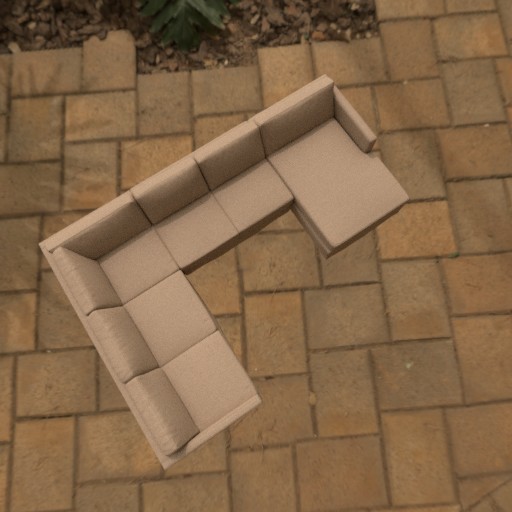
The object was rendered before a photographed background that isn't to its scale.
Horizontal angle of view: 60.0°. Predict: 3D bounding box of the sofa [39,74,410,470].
[{"bbox_3d":[0.000,0.000,4.499,3.460,0.882,2.427,-33,78,-8],"label":"sofa"}]
